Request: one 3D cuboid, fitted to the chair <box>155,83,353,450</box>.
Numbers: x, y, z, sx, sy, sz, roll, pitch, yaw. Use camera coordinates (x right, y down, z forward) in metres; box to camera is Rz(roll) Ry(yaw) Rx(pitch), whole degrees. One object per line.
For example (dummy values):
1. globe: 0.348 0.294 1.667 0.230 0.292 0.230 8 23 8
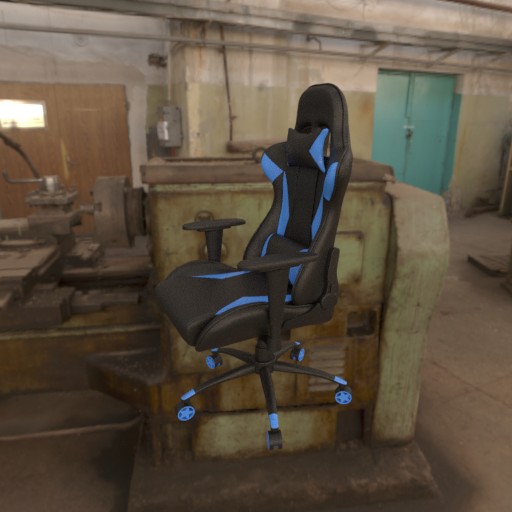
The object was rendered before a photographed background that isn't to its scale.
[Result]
1. chair: 0.000 0.000 1.741 0.730 1.282 0.695 -8 19 -25
